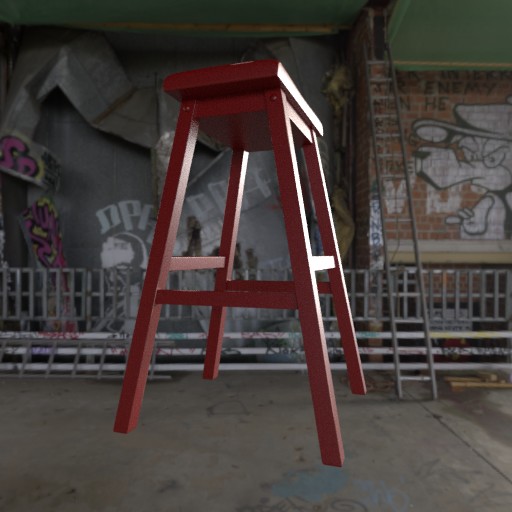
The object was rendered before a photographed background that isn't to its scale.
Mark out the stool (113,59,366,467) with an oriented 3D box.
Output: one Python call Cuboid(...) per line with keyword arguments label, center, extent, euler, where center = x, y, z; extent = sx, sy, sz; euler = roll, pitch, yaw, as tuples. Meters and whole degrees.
Cuboid(label="stool", center=(0.000, 0.000, 1.065), extent=(0.476, 0.737, 0.457), euler=(0, 0, 19))
